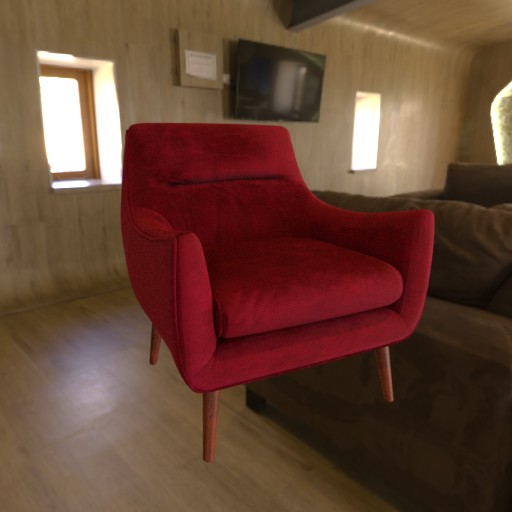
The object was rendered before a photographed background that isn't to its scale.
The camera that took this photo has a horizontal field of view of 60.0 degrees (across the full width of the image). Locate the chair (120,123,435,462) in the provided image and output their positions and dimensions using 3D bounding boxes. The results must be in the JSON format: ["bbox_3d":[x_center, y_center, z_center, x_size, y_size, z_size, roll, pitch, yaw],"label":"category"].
[{"bbox_3d":[0.000,0.000,1.417,0.762,0.838,0.787,-7,16,-26],"label":"chair"}]
